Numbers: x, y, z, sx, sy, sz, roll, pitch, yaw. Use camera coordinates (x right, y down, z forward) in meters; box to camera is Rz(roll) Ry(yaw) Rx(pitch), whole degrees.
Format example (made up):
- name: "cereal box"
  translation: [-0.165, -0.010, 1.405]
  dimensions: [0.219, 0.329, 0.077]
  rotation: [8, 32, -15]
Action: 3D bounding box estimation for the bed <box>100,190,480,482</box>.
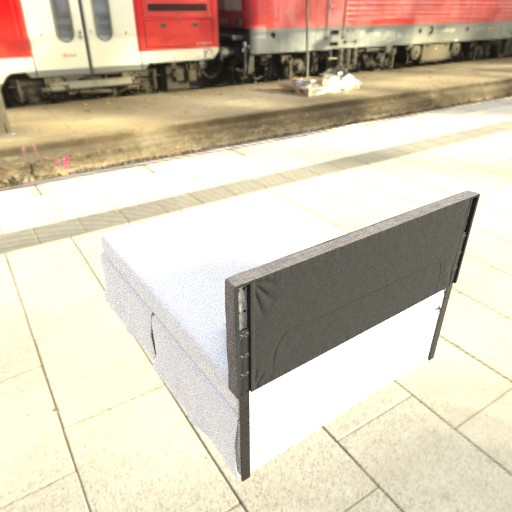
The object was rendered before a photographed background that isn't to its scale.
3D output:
- name: "bed"
  translation: [0.000, 0.000, 2.972]
  dimensions: [1.621, 1.168, 1.958]
  rotation: [-19, 35, -30]
